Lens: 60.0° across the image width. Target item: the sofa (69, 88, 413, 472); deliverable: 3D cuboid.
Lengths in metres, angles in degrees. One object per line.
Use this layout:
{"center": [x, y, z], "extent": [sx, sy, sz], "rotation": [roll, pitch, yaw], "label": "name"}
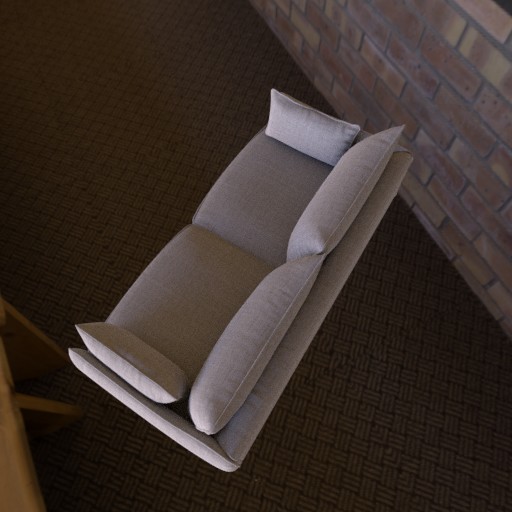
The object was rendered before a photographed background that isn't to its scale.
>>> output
{"center": [0.000, 0.000, 2.444], "extent": [0.972, 0.851, 1.989], "rotation": [29, 67, 14], "label": "sofa"}
